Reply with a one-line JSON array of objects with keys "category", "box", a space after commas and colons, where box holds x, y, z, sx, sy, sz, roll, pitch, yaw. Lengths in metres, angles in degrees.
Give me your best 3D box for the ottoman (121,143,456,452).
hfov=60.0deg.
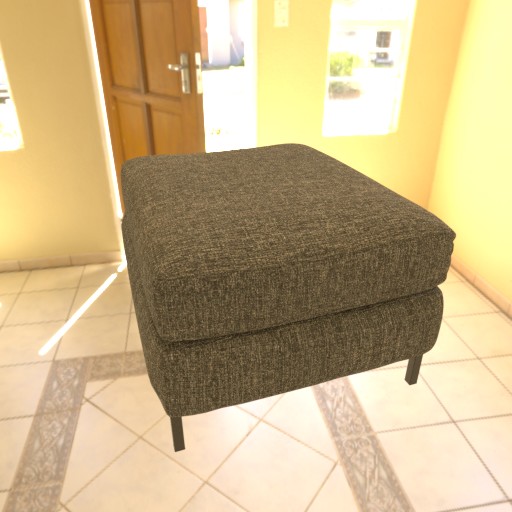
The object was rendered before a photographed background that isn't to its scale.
[{"category": "ottoman", "box": [0.000, 0.000, 1.226, 0.683, 0.480, 0.828, -9, 30, -17]}]
